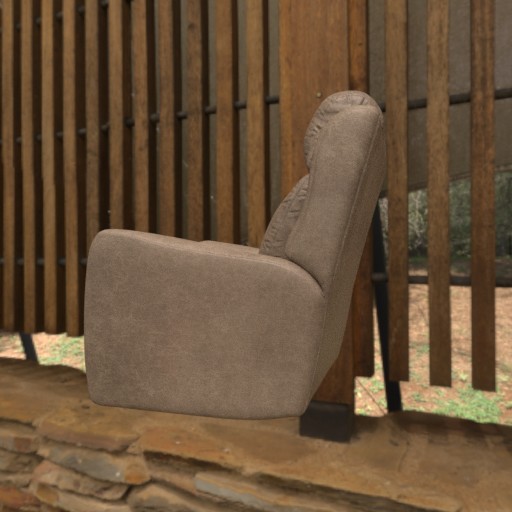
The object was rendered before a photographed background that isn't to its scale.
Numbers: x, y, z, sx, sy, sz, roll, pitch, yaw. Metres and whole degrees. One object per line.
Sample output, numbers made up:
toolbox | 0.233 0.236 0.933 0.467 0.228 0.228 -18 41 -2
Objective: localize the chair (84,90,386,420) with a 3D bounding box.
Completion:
chair | 0.000 0.000 1.897 1.068 1.116 0.967 0 0 18
